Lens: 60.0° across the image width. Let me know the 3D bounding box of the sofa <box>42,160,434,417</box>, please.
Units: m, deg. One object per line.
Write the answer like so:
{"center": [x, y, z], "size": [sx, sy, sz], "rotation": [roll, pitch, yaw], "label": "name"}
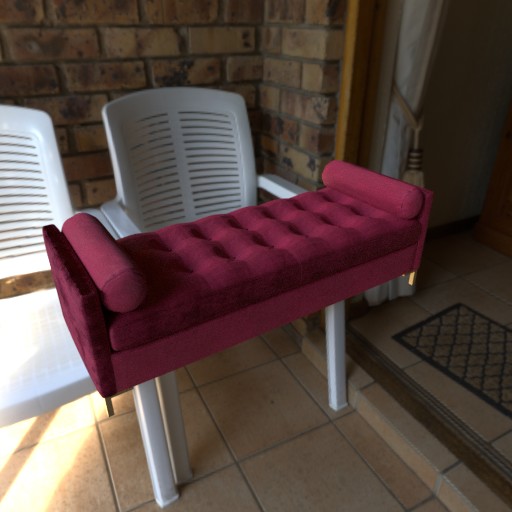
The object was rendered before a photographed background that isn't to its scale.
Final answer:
{"center": [0.000, 0.000, 2.577], "size": [2.102, 0.705, 0.796], "rotation": [-17, 33, -29], "label": "sofa"}
